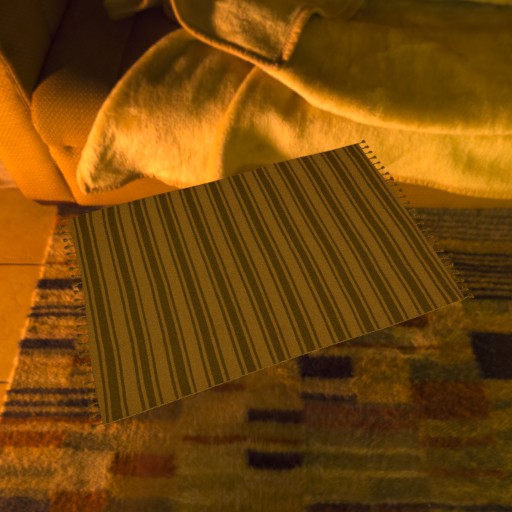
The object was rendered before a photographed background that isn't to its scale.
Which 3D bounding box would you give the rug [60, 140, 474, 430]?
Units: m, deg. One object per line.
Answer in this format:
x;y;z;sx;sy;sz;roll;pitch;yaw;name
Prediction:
0.000;0.000;2.292;1.875;0.013;1.162;-17;59;-10;rug
